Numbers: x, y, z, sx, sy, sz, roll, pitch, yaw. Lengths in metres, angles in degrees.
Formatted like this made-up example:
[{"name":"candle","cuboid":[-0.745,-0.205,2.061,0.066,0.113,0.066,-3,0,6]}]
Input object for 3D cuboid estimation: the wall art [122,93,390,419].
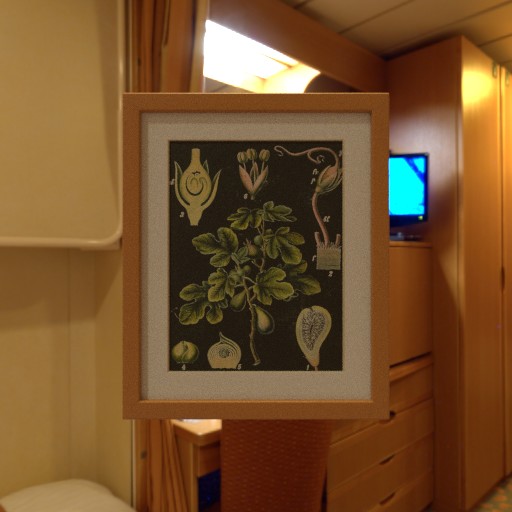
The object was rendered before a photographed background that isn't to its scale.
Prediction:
[{"name":"wall art","cuboid":[0.000,0.000,0.520,0.310,0.379,0.015,0,0,0]}]
